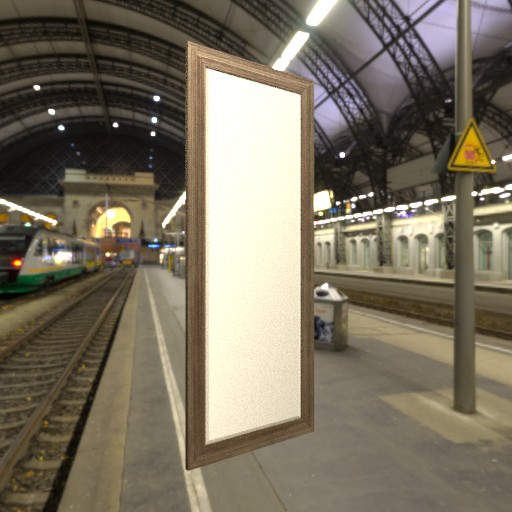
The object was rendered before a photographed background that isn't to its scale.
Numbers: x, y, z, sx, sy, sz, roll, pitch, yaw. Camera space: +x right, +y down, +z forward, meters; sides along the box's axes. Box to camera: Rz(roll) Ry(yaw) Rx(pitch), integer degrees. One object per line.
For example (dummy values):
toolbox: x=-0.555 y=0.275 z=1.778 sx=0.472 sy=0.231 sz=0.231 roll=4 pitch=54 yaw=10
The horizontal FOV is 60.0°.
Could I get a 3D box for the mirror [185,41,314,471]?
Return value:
mirror: x=0.000 y=0.000 z=2.343 sx=0.812 sy=2.032 sz=0.025 roll=0 pitch=0 yaw=-36
